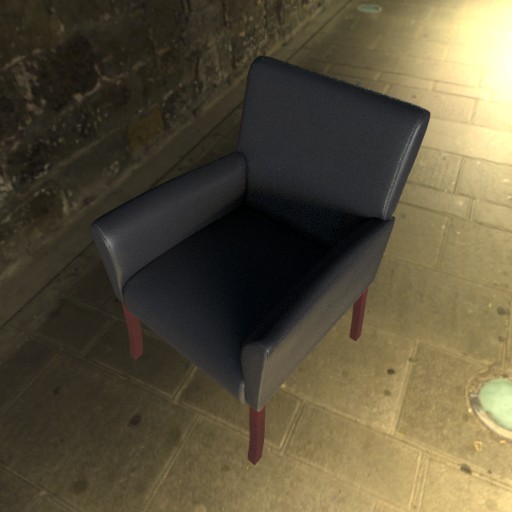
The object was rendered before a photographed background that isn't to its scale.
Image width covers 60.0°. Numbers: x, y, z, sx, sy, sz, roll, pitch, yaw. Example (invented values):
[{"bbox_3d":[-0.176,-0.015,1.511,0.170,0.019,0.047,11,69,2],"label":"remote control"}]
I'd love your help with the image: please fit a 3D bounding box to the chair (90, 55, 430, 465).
[{"bbox_3d":[0.000,0.000,1.480,0.683,0.951,0.772,31,53,27],"label":"chair"}]
